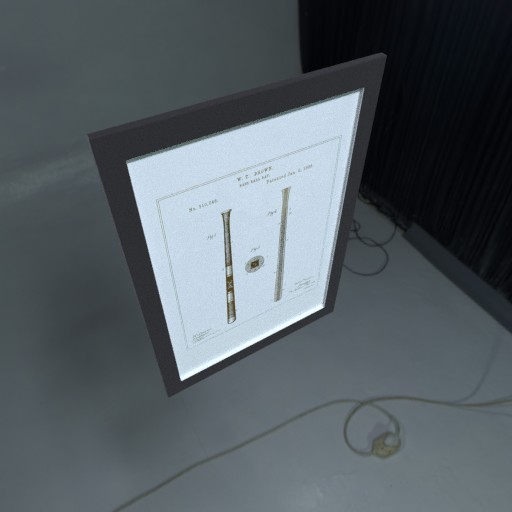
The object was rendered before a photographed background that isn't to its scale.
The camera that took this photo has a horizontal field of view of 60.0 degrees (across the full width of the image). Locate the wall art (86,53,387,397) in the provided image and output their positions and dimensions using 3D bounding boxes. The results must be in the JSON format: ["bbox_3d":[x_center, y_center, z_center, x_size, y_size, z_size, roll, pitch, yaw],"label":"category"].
[{"bbox_3d":[0.000,0.000,0.678,0.374,0.529,0.012,-24,51,-21],"label":"wall art"}]
